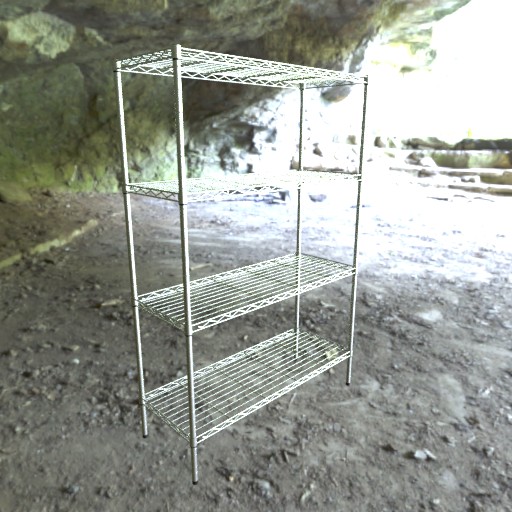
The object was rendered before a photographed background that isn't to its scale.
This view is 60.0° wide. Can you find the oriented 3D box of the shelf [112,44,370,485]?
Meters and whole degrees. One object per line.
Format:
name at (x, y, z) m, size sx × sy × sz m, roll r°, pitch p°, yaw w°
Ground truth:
shelf at (0.000, 0.000, 1.726) m, size 0.907 × 1.360 × 0.352 m, roll -14°, pitch 21°, yaw -42°
